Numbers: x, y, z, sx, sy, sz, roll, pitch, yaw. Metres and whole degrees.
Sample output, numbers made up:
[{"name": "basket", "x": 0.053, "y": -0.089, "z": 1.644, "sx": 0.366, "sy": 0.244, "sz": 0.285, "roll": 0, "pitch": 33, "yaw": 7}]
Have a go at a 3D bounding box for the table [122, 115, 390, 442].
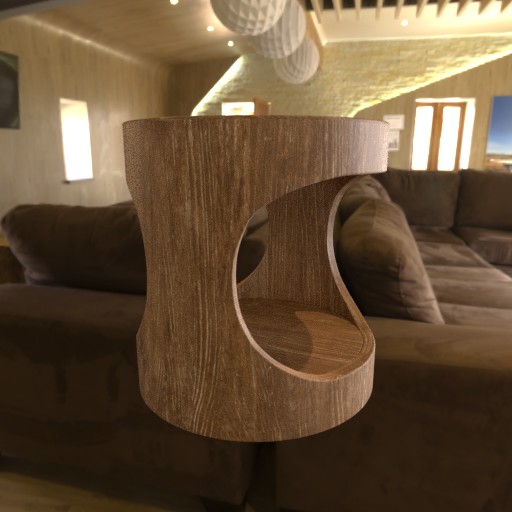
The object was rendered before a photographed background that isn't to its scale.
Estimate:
[{"name": "table", "x": 0.000, "y": 0.000, "z": 0.973, "sx": 0.527, "sy": 0.551, "sz": 0.527, "roll": 0, "pitch": 13, "yaw": 0}]
